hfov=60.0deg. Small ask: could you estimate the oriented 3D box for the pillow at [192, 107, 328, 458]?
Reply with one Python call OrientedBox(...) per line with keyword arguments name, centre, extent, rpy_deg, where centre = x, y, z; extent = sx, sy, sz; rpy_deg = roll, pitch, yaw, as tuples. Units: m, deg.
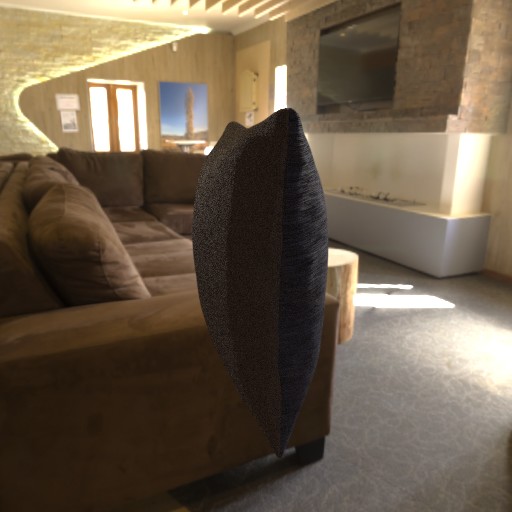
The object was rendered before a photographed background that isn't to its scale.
OrientedBox(name="pillow", centre=(0.000, 0.000, 0.727), extent=(0.204, 0.439, 0.452), rpy_deg=(-3, 16, -10))
